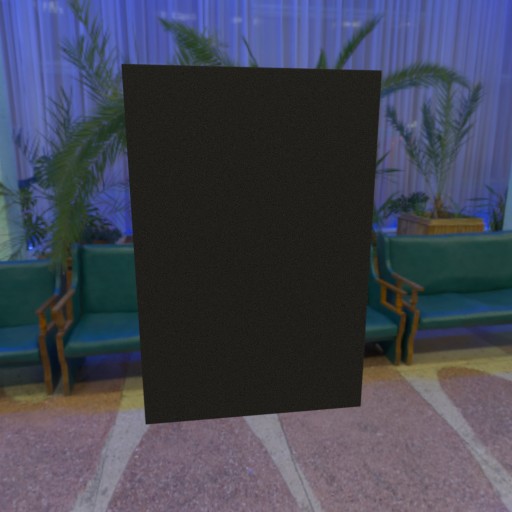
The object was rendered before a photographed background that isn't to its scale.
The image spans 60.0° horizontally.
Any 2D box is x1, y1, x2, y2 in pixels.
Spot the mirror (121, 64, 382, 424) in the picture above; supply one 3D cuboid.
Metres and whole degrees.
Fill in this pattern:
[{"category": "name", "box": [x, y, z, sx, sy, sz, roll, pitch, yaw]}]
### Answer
[{"category": "mirror", "box": [0.000, 0.000, 1.158, 0.613, 0.914, 0.039, -2, 14, -8]}]
